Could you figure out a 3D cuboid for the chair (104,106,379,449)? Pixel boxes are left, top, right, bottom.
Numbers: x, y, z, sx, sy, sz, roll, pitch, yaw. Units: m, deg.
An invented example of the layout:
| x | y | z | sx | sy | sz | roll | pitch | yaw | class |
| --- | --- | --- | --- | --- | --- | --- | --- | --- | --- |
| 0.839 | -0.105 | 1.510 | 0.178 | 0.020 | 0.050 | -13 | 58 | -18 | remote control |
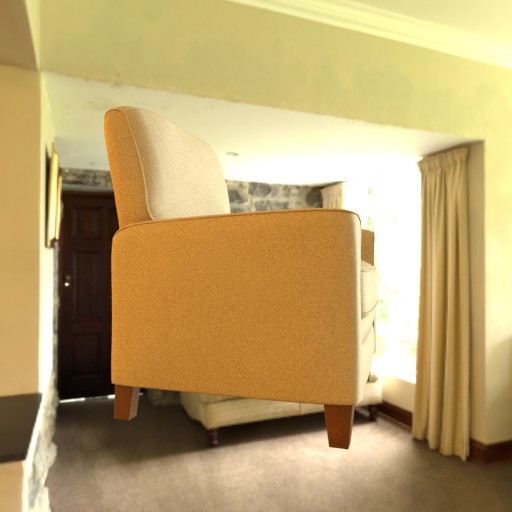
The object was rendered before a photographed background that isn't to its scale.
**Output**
| x | y | z | sx | sy | sz | roll | pitch | yaw | class |
| --- | --- | --- | --- | --- | --- | --- | --- | --- | --- |
| 0.000 | 0.000 | 1.631 | 0.858 | 1.023 | 0.841 | 0 | -1 | 18 | chair |
